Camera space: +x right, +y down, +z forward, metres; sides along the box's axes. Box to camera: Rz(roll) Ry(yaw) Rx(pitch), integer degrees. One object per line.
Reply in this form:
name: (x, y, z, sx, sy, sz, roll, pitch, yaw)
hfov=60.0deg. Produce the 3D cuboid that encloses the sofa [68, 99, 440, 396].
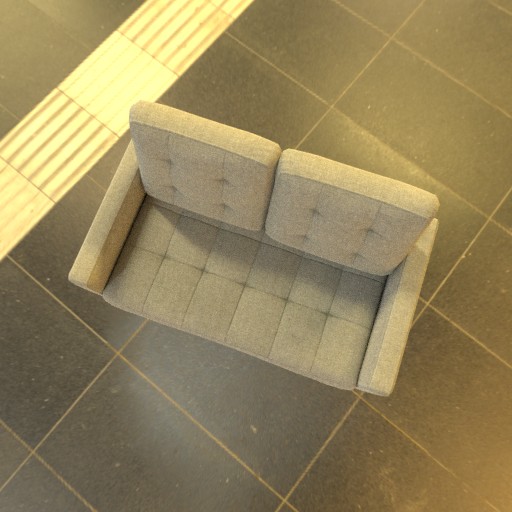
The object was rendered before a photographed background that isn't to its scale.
sofa: (0.000, 0.000, 1.984, 1.407, 0.907, 0.842, 19, 77, 4)
